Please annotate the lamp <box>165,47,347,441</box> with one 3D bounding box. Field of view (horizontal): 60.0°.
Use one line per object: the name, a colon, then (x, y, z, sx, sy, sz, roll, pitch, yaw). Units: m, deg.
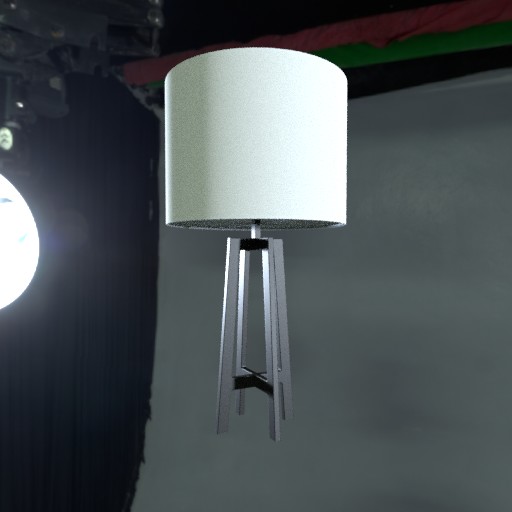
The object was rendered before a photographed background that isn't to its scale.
lamp: (0.000, 0.000, 0.640, 0.257, 0.489, 0.257, 0, 0, 17)
